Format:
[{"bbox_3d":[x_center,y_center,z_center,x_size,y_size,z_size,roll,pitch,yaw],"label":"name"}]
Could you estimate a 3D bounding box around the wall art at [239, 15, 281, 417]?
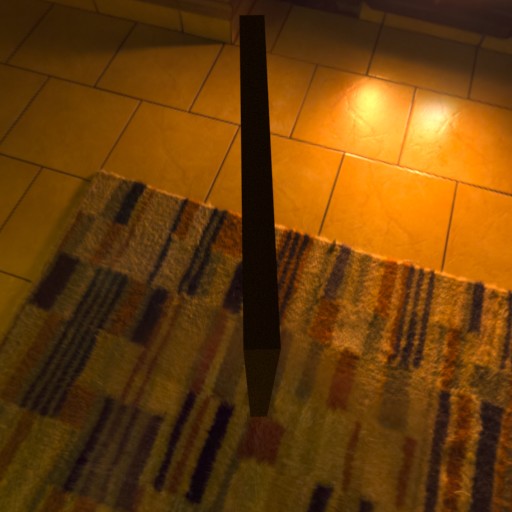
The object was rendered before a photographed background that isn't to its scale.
[{"bbox_3d":[0.000,0.000,0.747,0.034,0.552,0.455,-1,64,-1],"label":"wall art"}]
